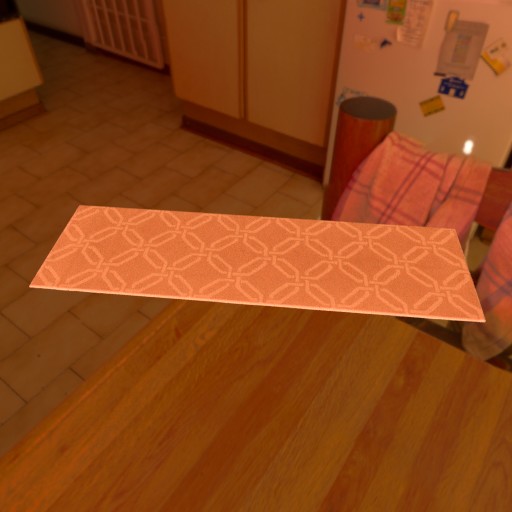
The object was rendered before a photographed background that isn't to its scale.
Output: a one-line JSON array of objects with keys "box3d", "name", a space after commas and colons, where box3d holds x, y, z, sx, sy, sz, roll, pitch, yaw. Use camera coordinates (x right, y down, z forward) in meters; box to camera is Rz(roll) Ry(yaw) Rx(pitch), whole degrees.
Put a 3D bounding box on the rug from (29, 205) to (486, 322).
[{"box3d": [0.000, 0.000, 2.438, 2.276, 0.014, 0.678, 4, 45, 4], "name": "rug"}]
